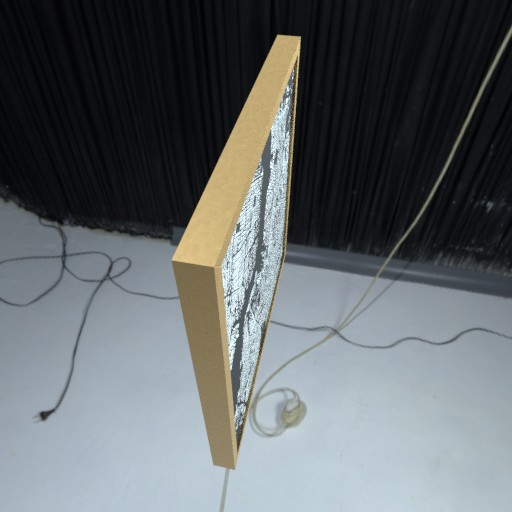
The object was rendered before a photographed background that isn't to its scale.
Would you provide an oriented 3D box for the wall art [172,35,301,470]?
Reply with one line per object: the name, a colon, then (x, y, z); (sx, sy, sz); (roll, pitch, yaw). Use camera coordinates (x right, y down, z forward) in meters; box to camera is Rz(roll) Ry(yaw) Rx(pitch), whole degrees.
wall art: (0.000, 0.000, 1.843); (0.095, 1.284, 1.284); (9, 47, 8)
